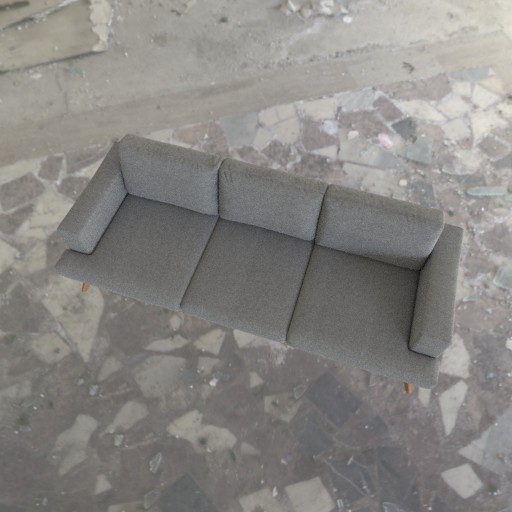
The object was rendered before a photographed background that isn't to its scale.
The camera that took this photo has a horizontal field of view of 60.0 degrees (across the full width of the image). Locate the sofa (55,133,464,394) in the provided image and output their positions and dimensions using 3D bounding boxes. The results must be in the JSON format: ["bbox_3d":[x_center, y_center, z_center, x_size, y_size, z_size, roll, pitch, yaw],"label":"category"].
[{"bbox_3d":[0.000,0.000,2.720,2.310,0.810,0.920,16,60,9],"label":"sofa"}]
